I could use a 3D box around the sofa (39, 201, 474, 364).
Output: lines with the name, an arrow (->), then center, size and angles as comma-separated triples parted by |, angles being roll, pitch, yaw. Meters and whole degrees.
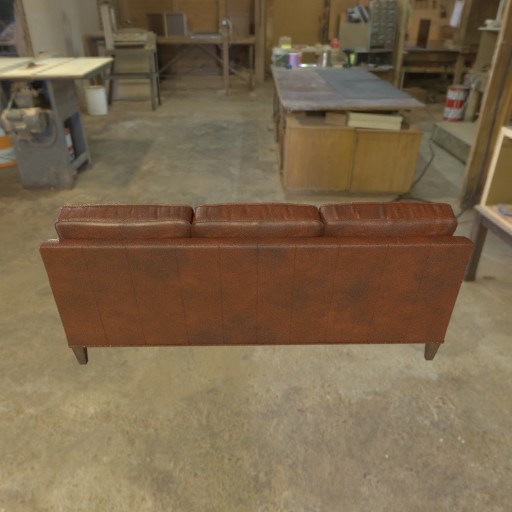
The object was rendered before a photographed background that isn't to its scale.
sofa -> 0.000, 0.000, 2.816 | 2.240, 1.003, 1.084 | 0, 29, -1
